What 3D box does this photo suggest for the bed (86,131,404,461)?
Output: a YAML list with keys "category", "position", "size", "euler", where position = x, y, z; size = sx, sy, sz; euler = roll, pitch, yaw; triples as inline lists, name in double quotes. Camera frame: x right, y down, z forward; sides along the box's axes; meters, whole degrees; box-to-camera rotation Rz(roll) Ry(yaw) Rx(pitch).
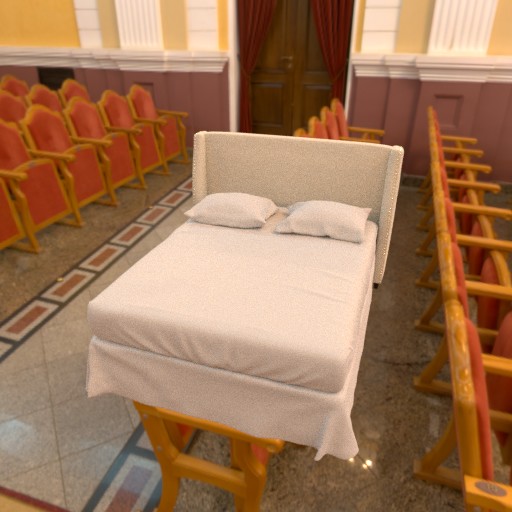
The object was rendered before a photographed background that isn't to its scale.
- category: "bed"
  position: [0.000, 0.000, 3.397]
  size: [1.925, 1.332, 2.276]
  euler: [9, 29, 16]
